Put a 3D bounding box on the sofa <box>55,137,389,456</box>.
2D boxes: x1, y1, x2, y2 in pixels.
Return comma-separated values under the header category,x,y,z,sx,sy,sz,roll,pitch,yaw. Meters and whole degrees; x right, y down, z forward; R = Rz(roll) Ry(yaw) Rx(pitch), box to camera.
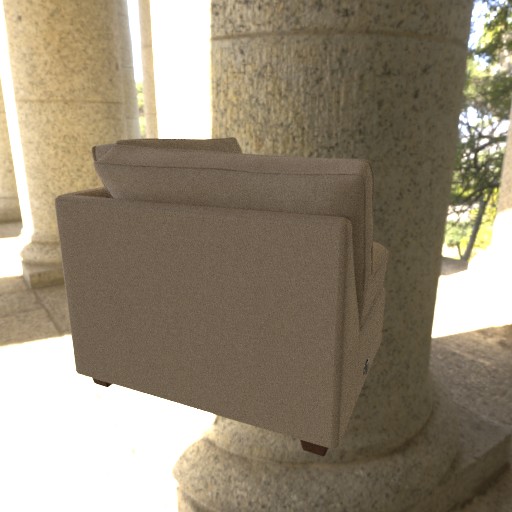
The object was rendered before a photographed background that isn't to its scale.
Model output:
category,x,y,z,sx,sy,sz,roll,pitch,yaw
sofa,0.000,0.000,1.827,1.050,0.937,1.042,8,18,25
